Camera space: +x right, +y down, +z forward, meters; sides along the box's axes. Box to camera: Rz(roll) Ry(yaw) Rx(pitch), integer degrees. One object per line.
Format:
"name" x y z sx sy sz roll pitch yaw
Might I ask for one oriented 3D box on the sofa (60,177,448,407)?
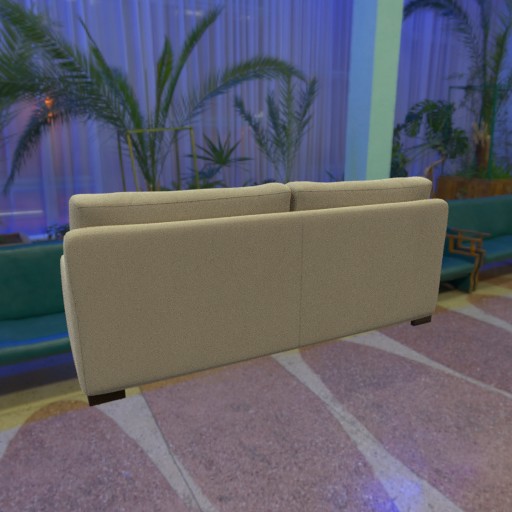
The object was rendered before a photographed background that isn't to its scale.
"sofa" 0.000 0.000 2.654 2.147 0.925 0.929 -7 17 -26
